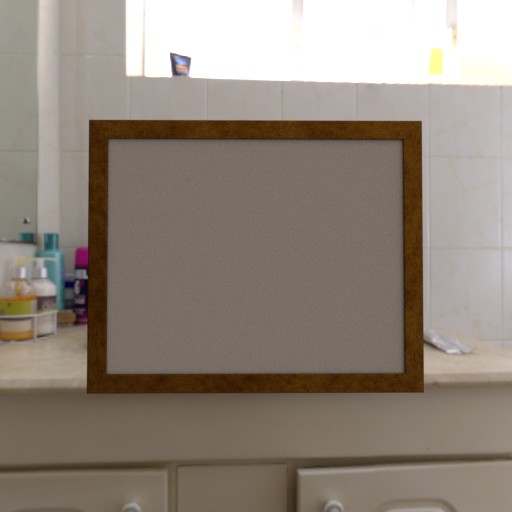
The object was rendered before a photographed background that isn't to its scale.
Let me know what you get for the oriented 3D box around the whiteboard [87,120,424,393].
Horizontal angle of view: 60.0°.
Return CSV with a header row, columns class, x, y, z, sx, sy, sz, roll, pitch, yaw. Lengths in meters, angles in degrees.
class,x,y,z,sx,sy,sz,roll,pitch,yaw
whiteboard,0.000,0.000,0.757,0.561,0.457,0.029,0,-1,-1
